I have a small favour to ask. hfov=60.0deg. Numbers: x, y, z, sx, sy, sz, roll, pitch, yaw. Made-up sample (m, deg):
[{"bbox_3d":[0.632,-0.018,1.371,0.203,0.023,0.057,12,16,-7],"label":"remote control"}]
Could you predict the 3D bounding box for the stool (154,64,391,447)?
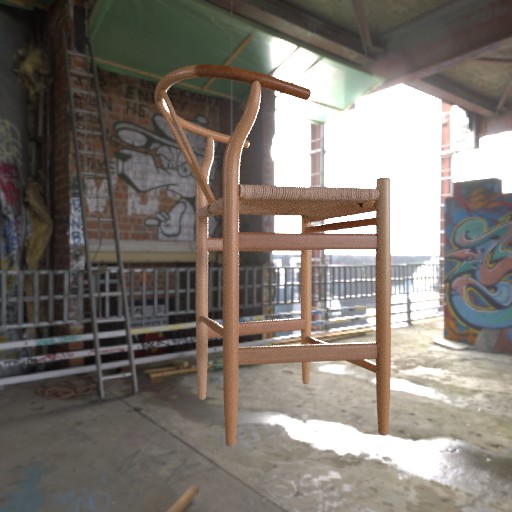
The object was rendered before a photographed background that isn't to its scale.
[{"bbox_3d":[0.000,0.000,1.292,0.575,0.923,0.536,0,0,-18],"label":"stool"}]
